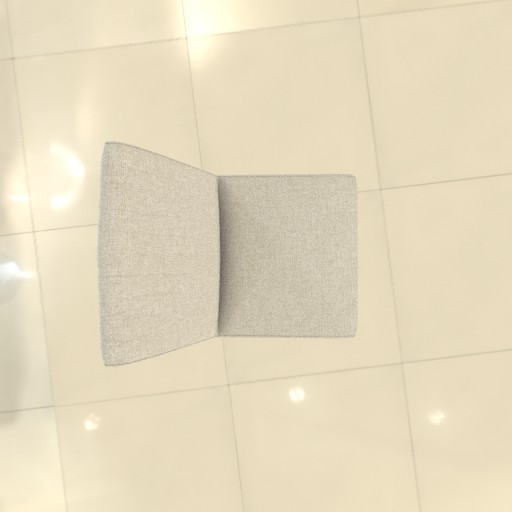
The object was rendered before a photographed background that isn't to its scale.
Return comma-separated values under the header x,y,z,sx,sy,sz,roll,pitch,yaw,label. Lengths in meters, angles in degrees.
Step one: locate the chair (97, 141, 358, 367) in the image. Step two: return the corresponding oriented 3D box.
x,y,z,sx,sy,sz,roll,pitch,yaw,label
0.000,0.000,1.252,0.594,0.900,0.480,0,89,0,chair
